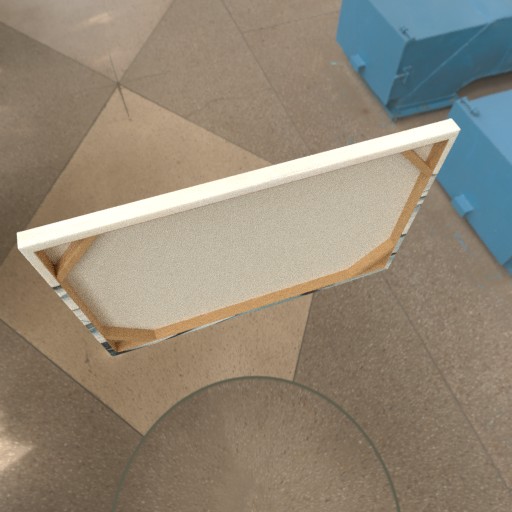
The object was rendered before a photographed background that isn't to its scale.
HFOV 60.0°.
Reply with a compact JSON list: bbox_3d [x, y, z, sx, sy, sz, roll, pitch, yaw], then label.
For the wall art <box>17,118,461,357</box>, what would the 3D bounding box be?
[{"bbox_3d":[0.000,0.000,1.138,0.914,0.609,0.039,-17,60,-10],"label":"wall art"}]
